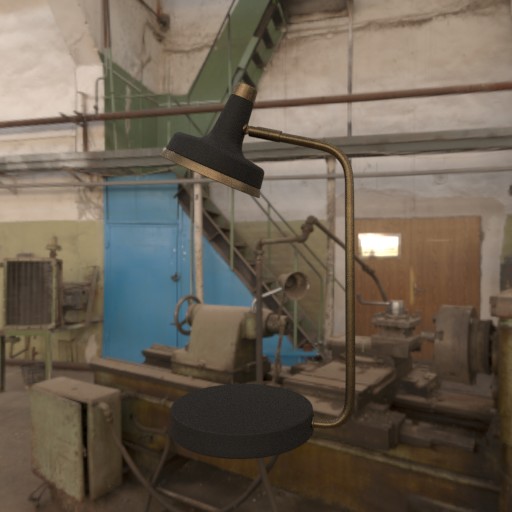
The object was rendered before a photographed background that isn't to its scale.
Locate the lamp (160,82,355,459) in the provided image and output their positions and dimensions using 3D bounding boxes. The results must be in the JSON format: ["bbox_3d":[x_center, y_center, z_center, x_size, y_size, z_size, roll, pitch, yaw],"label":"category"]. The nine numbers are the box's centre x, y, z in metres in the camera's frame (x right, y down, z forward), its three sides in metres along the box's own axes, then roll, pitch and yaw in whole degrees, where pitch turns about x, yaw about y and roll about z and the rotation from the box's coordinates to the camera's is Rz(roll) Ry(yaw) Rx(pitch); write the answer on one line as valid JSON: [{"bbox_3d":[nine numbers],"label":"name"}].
[{"bbox_3d":[0.000,0.000,0.494,0.218,0.385,0.162,0,1,17],"label":"lamp"}]
